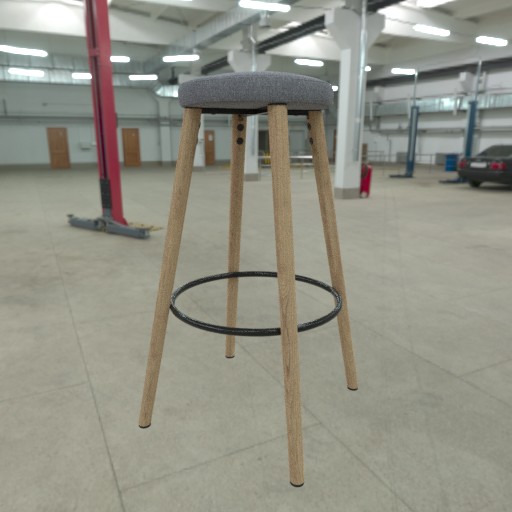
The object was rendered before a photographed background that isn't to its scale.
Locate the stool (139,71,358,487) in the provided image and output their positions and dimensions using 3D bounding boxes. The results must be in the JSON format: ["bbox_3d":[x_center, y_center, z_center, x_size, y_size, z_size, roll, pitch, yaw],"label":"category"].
[{"bbox_3d":[0.000,0.000,1.010,0.410,0.770,0.410,8,16,27],"label":"stool"}]
